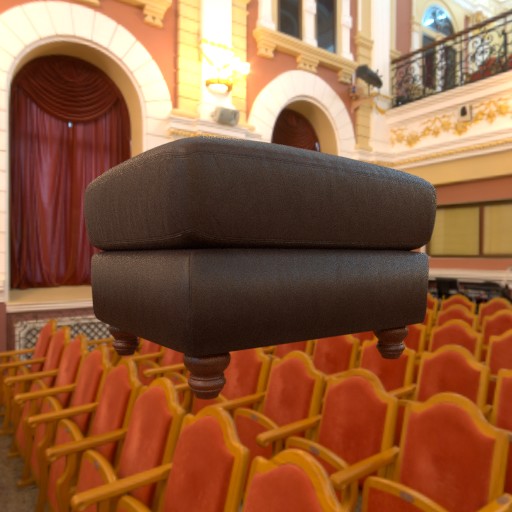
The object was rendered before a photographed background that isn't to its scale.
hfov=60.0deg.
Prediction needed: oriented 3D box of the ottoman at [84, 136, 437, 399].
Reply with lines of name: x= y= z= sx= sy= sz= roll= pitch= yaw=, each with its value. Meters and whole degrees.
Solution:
ottoman: x=0.000 y=0.000 z=1.264 sx=0.806 sy=0.569 sz=0.670 roll=0 pitch=0 yaw=-36
